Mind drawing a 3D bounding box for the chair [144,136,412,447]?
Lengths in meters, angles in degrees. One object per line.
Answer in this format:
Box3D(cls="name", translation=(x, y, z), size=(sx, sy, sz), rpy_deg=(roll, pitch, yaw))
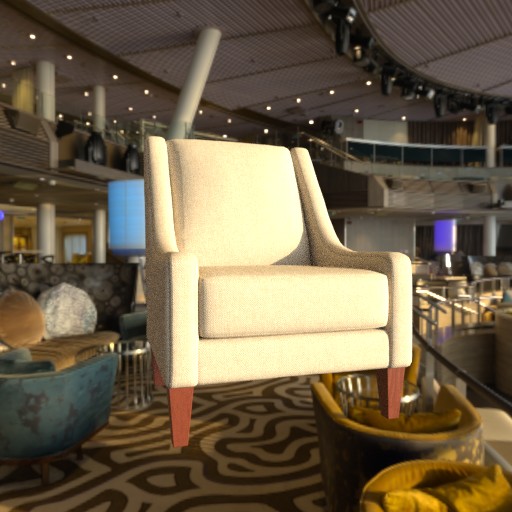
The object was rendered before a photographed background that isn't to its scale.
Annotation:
Box3D(cls="chair", translation=(0.000, 0.000, 1.639), size=(0.774, 1.014, 0.870), rpy_deg=(0, 0, -18))
